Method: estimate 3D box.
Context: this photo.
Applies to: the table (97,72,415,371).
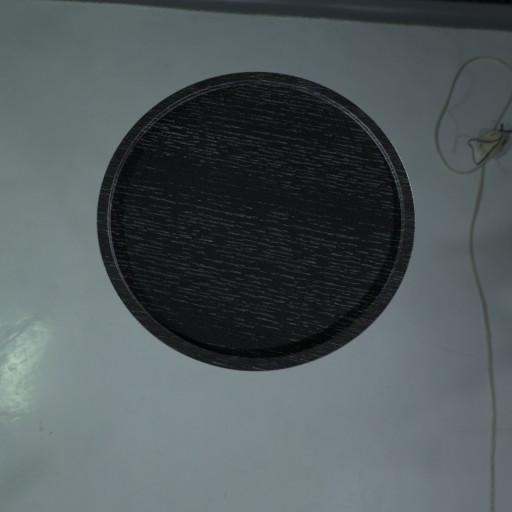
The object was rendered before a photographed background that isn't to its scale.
[{"bbox_3d":[0.000,0.000,0.777,0.399,0.460,0.399,0,74,0],"label":"table"}]
